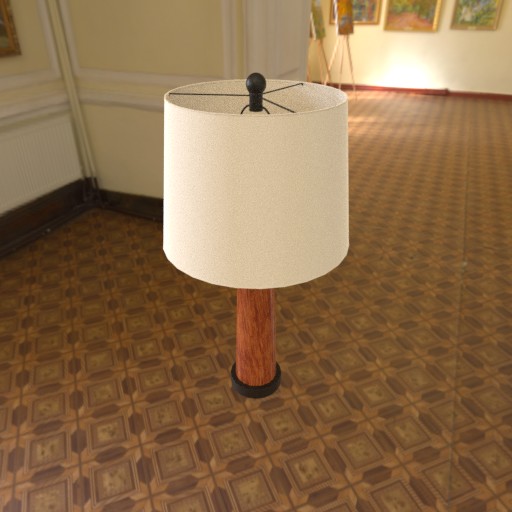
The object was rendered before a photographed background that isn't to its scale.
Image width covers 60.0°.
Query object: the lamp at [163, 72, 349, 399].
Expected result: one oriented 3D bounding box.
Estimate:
[{"bbox_3d":[0.000,0.000,0.865,0.349,0.667,0.349,0,30,0],"label":"lamp"}]
